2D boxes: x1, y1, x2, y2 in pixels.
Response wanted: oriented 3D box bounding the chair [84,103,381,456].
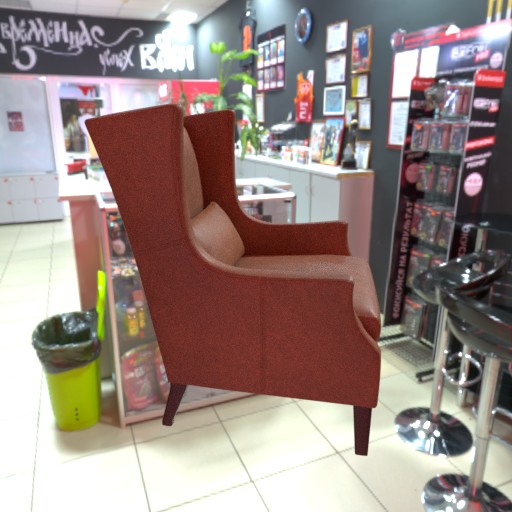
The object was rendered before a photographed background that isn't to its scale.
[{"bbox_3d":[0.000,0.000,1.702,0.913,1.088,0.815,3,17,10],"label":"chair"}]
